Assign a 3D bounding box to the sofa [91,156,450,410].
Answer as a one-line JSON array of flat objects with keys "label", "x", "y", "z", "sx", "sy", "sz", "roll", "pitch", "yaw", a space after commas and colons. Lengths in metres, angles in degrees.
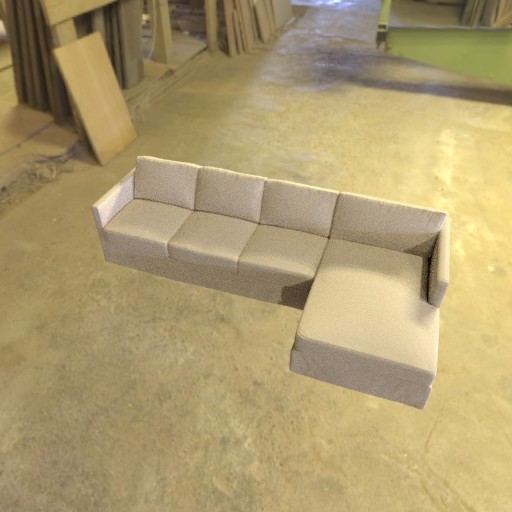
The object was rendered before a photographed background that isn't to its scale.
[{"label": "sofa", "x": 0.000, "y": 0.000, "z": 3.955, "sx": 3.206, "sy": 0.871, "sz": 1.622, "roll": 13, "pitch": 42, "yaw": 15}]
